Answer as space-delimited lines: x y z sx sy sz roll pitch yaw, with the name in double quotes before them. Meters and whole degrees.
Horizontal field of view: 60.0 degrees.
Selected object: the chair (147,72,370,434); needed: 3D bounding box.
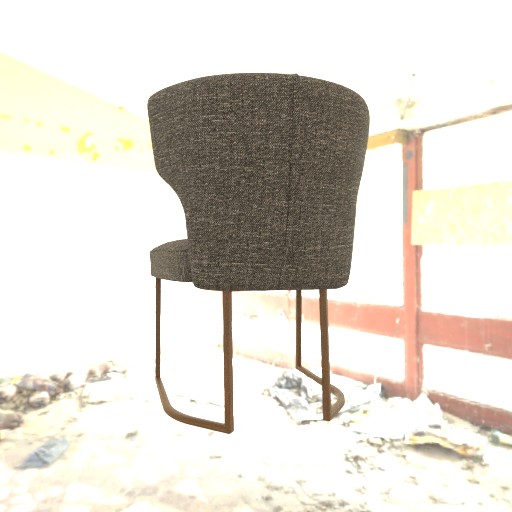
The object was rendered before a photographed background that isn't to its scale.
"chair" 0.000 0.000 1.258 0.611 0.824 0.617 0 0 -17
